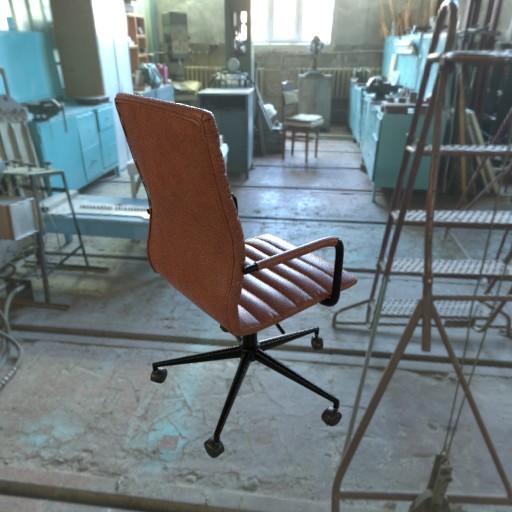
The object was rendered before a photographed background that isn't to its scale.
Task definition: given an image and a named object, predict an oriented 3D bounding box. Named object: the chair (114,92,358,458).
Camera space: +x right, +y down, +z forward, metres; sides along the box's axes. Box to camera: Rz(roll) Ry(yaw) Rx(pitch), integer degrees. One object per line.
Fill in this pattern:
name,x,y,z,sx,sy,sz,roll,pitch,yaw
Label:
chair,0.000,0.000,1.242,0.578,0.878,0.600,-19,32,-34
